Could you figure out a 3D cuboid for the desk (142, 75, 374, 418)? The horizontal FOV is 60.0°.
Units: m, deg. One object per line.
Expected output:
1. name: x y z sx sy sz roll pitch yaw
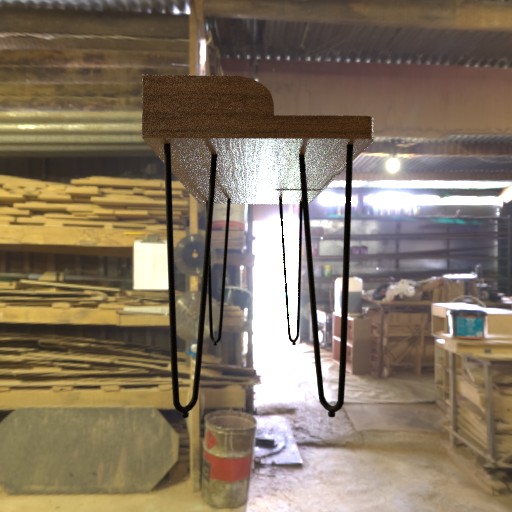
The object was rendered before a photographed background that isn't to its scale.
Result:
1. desk: 0.000 0.000 1.663 0.565 0.854 1.200 0 -1 -1
